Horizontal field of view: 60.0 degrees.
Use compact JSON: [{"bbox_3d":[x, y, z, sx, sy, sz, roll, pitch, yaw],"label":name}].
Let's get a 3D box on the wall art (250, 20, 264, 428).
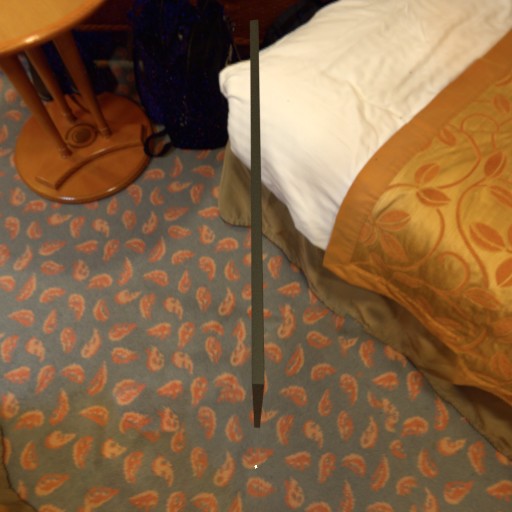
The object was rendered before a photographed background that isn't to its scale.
[{"bbox_3d":[0.000,0.000,0.980,0.016,0.659,0.663,0,65,0],"label":"wall art"}]
